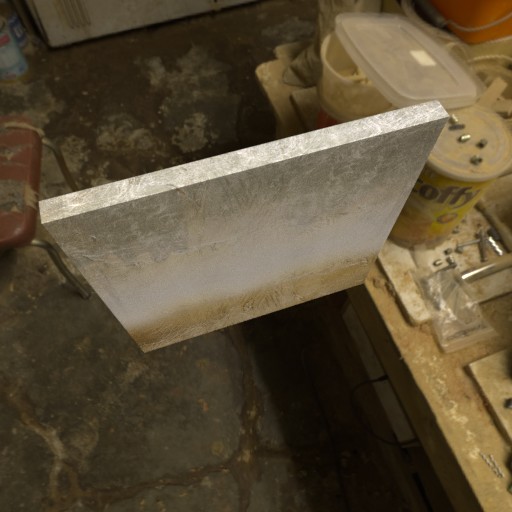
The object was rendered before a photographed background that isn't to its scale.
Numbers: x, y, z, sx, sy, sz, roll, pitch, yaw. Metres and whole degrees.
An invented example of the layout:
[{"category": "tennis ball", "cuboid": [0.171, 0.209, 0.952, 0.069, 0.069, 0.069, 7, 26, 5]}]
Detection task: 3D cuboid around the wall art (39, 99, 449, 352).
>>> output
[{"category": "wall art", "cuboid": [0.000, 0.000, 0.907, 0.610, 0.610, 0.038, -16, 63, -9]}]
